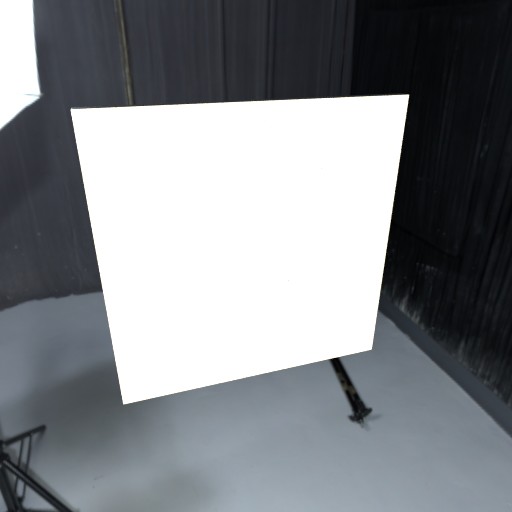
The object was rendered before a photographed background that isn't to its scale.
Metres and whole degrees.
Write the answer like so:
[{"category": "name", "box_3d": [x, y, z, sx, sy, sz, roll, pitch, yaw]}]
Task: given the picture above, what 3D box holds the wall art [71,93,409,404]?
[{"category": "wall art", "box_3d": [0.000, 0.000, 1.162, 0.773, 0.775, 0.031, -8, 28, -16]}]
